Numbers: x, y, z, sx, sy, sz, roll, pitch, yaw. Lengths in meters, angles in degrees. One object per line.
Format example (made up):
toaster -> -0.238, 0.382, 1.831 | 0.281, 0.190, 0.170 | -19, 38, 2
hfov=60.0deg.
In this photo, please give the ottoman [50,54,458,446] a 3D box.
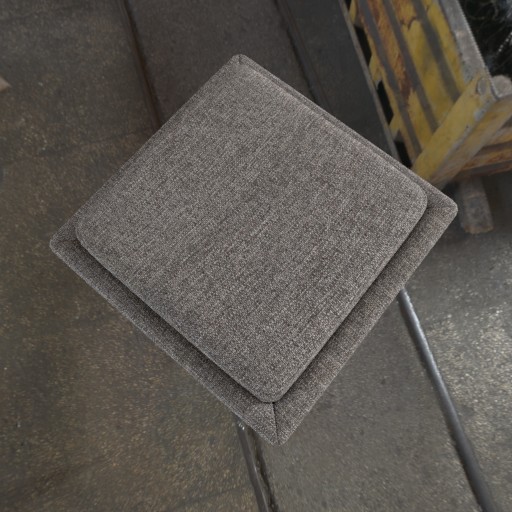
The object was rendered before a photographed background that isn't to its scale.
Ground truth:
ottoman -> 0.000, 0.000, 0.829 | 0.450, 0.460, 0.450 | 38, 78, 10
